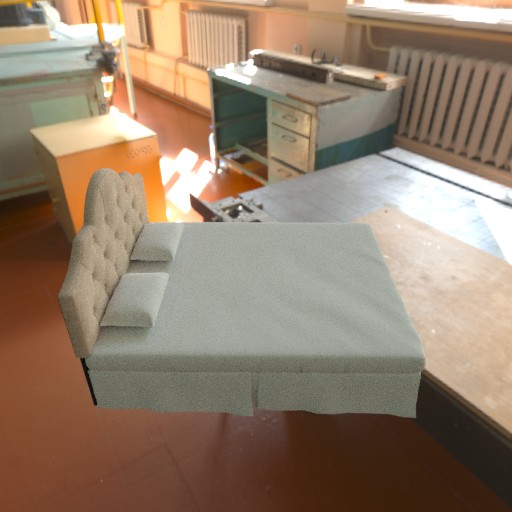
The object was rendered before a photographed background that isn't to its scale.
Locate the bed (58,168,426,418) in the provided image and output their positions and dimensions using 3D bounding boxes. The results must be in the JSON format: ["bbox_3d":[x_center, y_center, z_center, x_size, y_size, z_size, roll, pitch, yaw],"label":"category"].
[{"bbox_3d":[0.000,0.000,2.989,1.970,1.194,1.667,0,33,1],"label":"bed"}]
